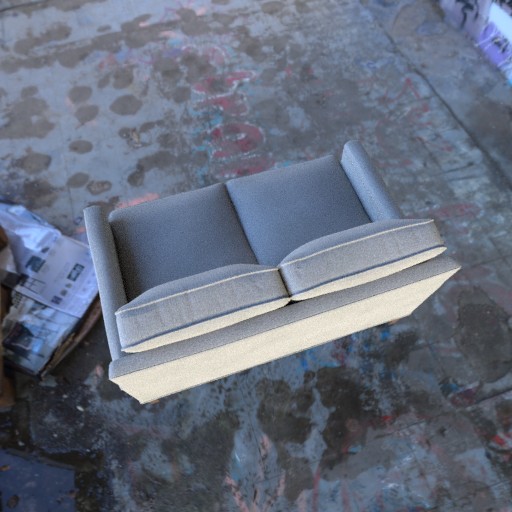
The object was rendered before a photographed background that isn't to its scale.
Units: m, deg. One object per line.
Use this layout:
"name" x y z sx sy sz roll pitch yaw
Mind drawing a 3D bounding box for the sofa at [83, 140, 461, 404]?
"sofa" 0.000 0.000 2.316 1.597 1.003 1.084 -16 61 -9
